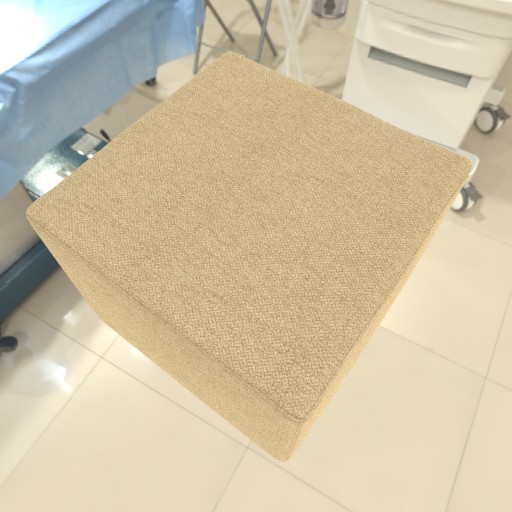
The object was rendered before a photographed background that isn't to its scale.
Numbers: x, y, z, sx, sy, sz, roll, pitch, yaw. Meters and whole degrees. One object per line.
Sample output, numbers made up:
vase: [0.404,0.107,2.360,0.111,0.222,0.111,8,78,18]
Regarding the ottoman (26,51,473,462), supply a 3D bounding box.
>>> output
ottoman: [0.000,0.000,0.839,0.508,0.432,0.508,32,63,18]
